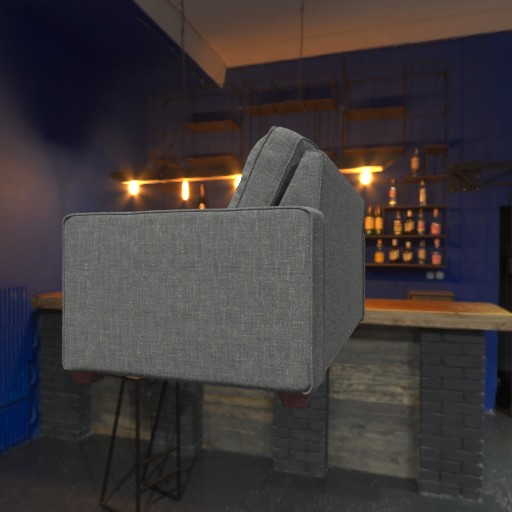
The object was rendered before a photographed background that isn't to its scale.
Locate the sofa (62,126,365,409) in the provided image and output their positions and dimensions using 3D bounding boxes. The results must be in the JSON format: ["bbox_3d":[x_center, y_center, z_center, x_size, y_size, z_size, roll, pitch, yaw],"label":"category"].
[{"bbox_3d":[0.000,0.000,2.241,0.947,0.918,1.709,0,1,19],"label":"sofa"}]
